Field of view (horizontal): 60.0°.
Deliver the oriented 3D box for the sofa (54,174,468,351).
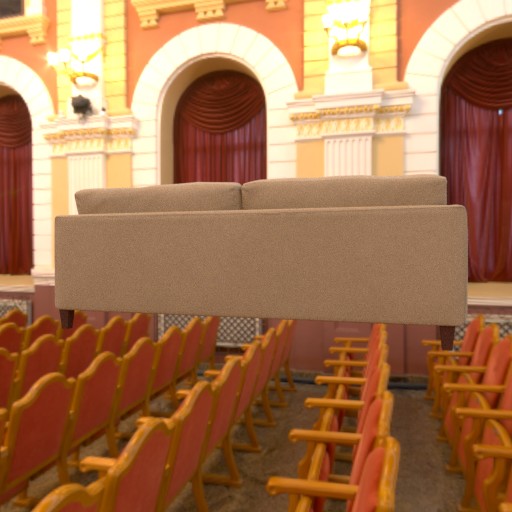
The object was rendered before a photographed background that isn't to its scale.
[{"bbox_3d":[0.000,0.000,2.907,2.404,0.912,0.988,0,1,16],"label":"sofa"}]
